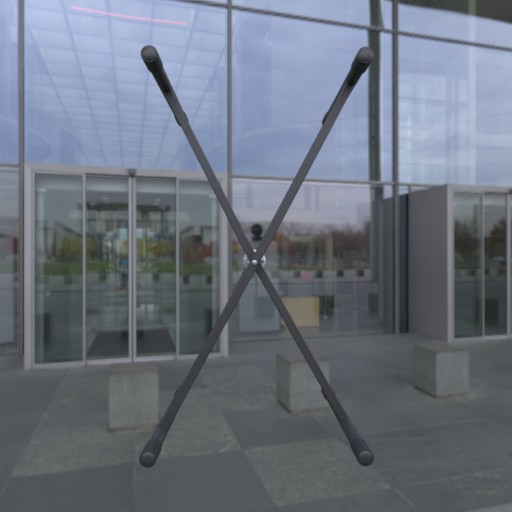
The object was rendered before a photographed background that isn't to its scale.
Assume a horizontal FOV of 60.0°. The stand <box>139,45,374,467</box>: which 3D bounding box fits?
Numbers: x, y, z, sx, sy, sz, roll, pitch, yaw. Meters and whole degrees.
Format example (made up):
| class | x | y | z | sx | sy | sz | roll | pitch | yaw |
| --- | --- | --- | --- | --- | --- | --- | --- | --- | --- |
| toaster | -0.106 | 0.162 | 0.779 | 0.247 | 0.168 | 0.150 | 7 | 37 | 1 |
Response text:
| class | x | y | z | sx | sy | sz | roll | pitch | yaw |
| --- | --- | --- | --- | --- | --- | --- | --- | --- | --- |
| stand | 0.000 | 0.000 | 1.188 | 0.503 | 0.900 | 0.495 | 0 | 0 | -1 |
